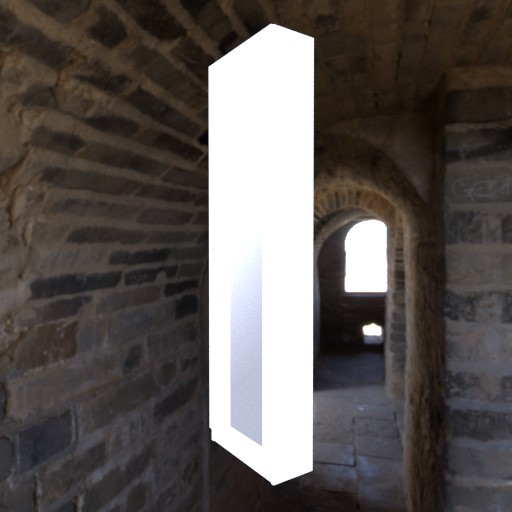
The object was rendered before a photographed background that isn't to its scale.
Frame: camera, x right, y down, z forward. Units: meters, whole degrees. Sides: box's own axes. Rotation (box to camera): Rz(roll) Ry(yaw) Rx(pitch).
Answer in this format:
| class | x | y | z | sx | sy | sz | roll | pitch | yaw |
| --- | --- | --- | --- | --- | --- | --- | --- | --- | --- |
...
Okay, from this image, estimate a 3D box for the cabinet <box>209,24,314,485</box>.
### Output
| class | x | y | z | sx | sy | sz | roll | pitch | yaw |
| --- | --- | --- | --- | --- | --- | --- | --- | --- | --- |
| cabinet | 0.000 | 0.000 | 1.976 | 0.230 | 1.790 | 0.500 | -1 | 2 | -34 |
